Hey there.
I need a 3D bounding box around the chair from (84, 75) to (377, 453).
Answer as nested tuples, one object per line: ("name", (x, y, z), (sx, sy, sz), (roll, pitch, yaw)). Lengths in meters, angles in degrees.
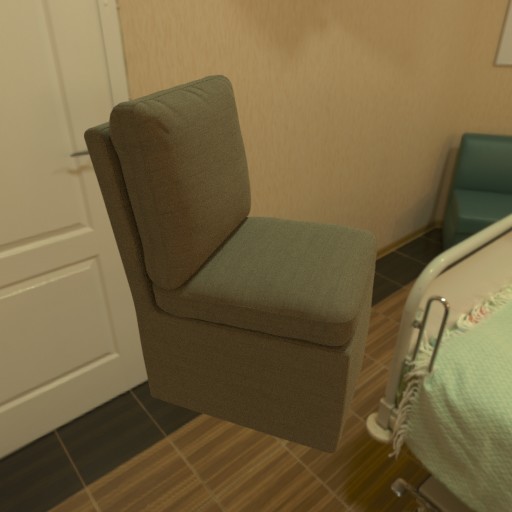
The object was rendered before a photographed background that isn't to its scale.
("chair", (0.000, 0.000, 1.311), (0.698, 0.927, 0.503), (11, 32, 18))
